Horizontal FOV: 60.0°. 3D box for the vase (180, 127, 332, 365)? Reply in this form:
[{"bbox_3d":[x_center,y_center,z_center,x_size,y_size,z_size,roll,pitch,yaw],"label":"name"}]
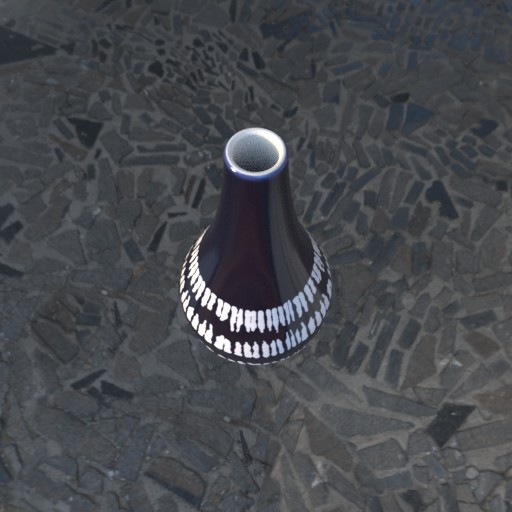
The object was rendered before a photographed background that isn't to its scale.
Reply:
[{"bbox_3d":[0.000,0.000,0.399,0.159,0.295,0.159,0,65,0],"label":"vase"}]
